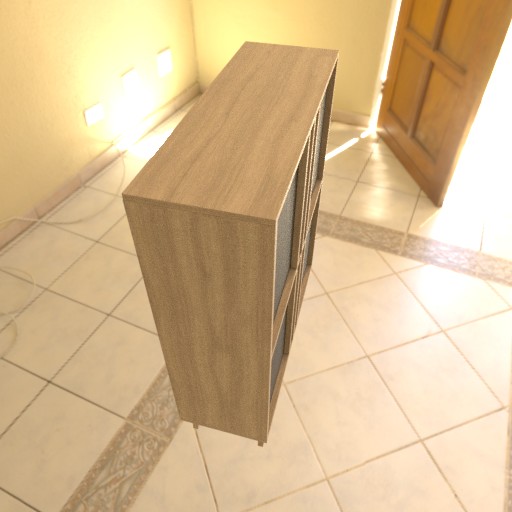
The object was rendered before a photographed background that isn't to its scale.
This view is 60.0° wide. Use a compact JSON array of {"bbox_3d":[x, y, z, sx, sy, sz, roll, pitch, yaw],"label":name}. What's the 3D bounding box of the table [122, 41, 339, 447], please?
[{"bbox_3d":[0.000,0.000,1.937,0.398,1.388,1.111,11,46,11],"label":"table"}]
